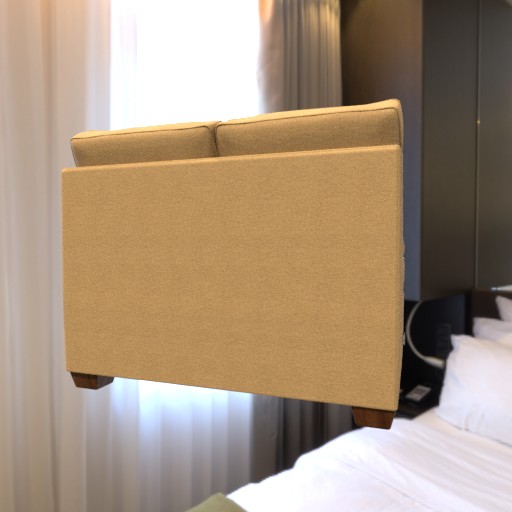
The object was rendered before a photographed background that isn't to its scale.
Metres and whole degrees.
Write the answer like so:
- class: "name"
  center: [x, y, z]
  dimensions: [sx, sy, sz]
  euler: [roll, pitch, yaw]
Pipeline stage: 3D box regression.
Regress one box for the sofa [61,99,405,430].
- class: "sofa"
  center: [0.000, 0.000, 1.929]
  dimensions: [1.232, 1.006, 0.978]
  euler: [1, 2, 20]
